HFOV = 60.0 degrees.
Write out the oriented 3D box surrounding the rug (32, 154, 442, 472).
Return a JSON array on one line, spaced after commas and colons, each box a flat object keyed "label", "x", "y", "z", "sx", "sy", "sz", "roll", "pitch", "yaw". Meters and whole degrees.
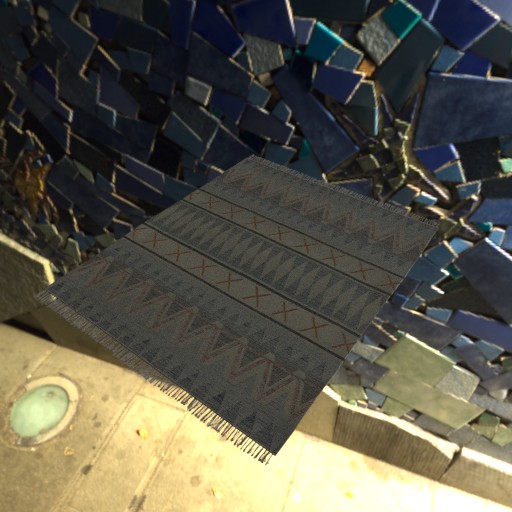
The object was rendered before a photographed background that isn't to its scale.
[{"label": "rug", "x": 0.000, "y": 0.000, "z": 3.994, "sx": 2.371, "sy": 0.012, "sz": 3.000, "roll": 26, "pitch": 47, "yaw": 27}]
